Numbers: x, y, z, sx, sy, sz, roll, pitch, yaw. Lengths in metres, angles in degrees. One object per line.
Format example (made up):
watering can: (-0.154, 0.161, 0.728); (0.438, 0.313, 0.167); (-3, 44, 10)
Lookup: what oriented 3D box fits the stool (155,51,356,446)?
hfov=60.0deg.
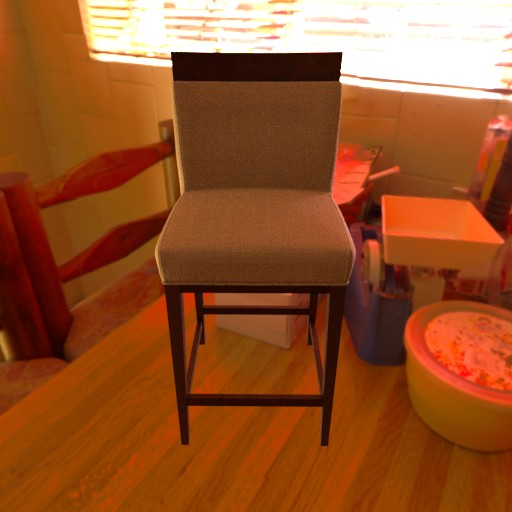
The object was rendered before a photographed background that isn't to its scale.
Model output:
stool: (0.000, 0.000, 1.244); (0.463, 1.011, 0.480); (0, 30, 0)
